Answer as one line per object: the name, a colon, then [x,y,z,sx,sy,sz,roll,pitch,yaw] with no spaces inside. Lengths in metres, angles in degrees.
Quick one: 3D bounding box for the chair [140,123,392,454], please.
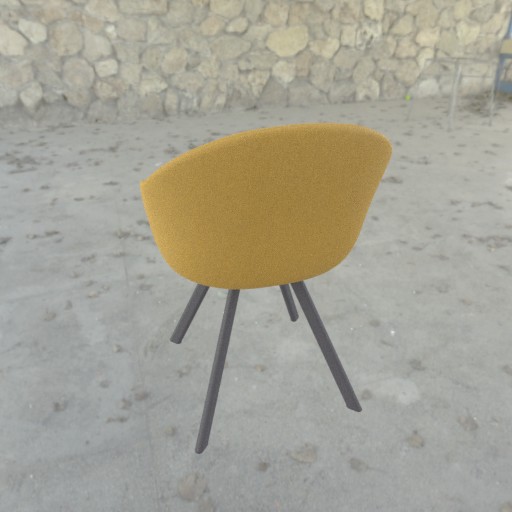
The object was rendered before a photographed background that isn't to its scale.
chair: [0.000,0.000,1.182,0.551,0.793,0.583,-8,29,-15]
